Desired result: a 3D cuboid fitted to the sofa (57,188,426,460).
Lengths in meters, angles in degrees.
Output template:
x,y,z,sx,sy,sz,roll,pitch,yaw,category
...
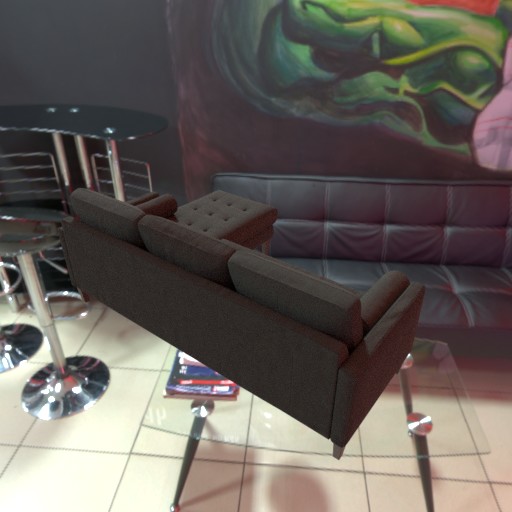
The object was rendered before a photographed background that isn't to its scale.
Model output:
x,y,z,sx,sy,sz,roll,pitch,yaw,category
0.000,0.000,2.940,2.178,0.876,1.506,21,36,32,sofa
